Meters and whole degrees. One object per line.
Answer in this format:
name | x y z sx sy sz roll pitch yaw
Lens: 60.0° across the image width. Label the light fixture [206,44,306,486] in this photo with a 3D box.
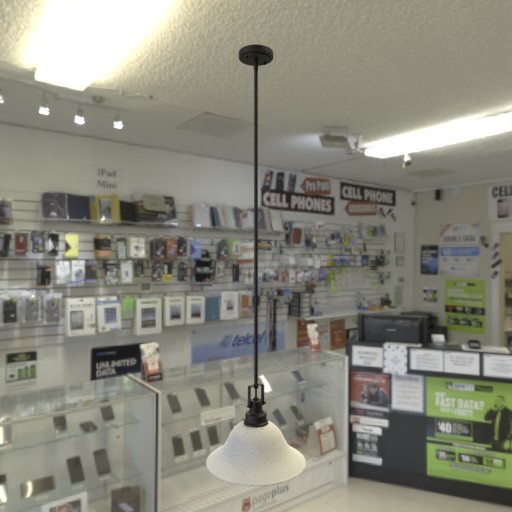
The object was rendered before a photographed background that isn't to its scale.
light fixture | 0.000 0.000 1.451 0.324 1.337 0.324 0 -1 -35
